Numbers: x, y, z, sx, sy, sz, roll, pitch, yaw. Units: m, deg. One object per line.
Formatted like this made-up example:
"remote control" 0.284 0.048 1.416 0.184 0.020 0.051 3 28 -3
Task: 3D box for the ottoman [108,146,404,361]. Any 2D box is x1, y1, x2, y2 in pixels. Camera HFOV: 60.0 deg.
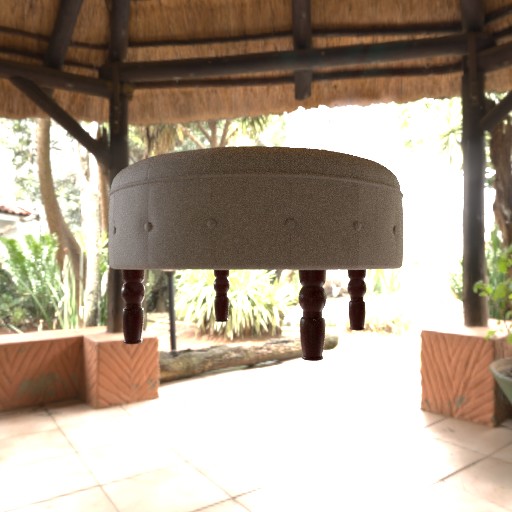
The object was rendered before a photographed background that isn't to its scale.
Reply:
"ottoman" 0.000 0.000 1.339 0.849 0.478 0.849 0 -1 0
